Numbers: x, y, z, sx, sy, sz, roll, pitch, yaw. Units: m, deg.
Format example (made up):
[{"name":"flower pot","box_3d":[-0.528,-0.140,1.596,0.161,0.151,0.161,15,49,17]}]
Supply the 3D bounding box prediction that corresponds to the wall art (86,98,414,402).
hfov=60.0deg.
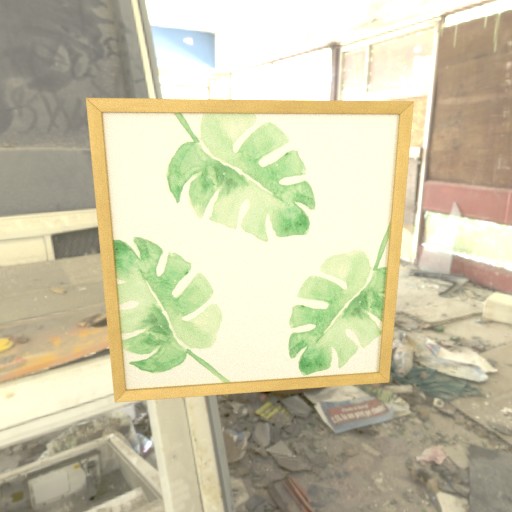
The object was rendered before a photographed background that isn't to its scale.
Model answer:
[{"name":"wall art","box_3d":[0.000,0.000,0.765,0.508,0.508,0.038,-2,15,-7]}]
